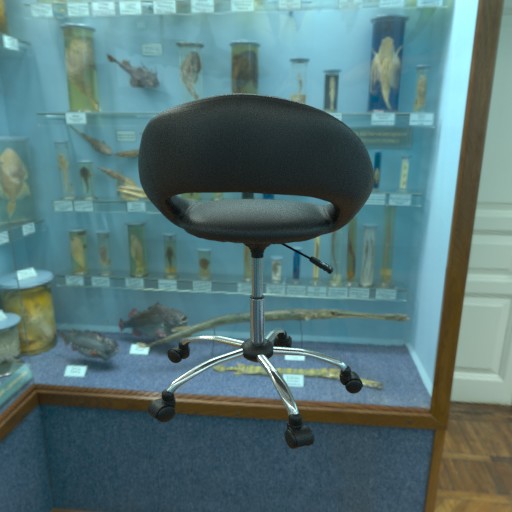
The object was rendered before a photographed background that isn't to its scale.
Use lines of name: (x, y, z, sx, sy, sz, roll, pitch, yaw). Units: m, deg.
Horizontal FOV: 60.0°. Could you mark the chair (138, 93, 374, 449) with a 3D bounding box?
chair: (0.000, 0.000, 1.195, 0.612, 0.791, 0.538, 2, 16, 8)
